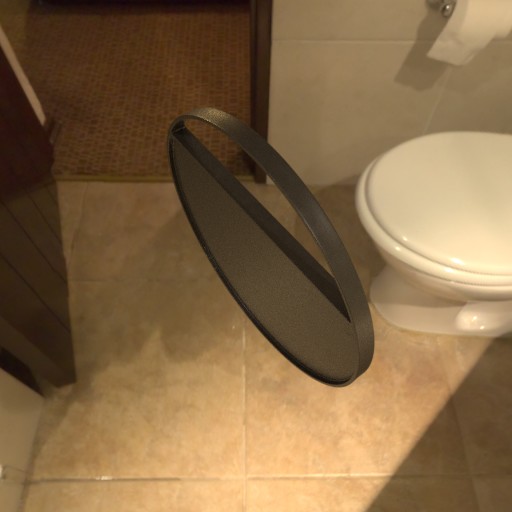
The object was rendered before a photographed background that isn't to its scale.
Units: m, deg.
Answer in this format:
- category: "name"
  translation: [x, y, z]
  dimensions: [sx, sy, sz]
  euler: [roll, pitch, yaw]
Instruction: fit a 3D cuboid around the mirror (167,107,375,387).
- category: "mirror"
  translation: [0.000, 0.000, 0.837]
  dimensions: [0.032, 0.565, 0.565]
  euler: [-33, 64, -19]
